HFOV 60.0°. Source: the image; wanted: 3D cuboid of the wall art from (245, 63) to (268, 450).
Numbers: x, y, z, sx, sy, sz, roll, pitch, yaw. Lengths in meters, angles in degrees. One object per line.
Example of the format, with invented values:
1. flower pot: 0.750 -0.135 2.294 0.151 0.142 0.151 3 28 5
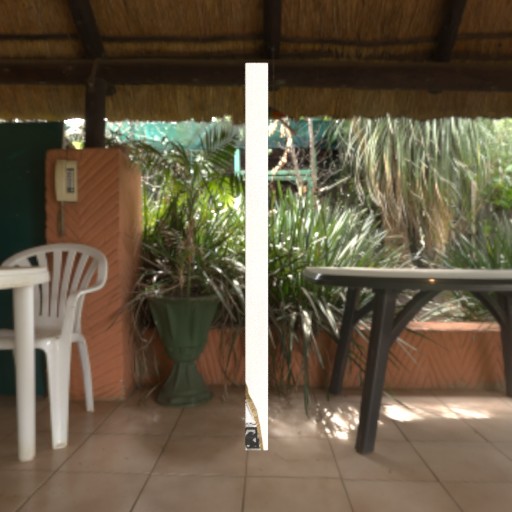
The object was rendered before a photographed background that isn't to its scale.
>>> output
1. wall art: 0.000 0.000 1.136 0.038 0.601 0.898 0 0 0
